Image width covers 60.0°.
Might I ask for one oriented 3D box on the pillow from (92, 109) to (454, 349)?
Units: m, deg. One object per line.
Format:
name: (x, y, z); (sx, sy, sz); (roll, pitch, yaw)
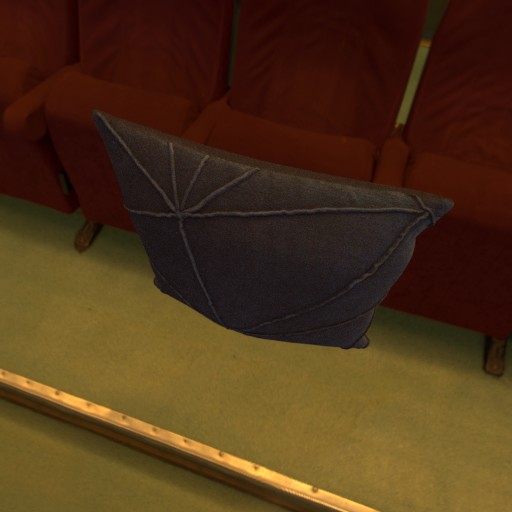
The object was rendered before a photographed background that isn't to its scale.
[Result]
pillow: (0.000, 0.000, 0.678); (0.439, 0.440, 0.183); (16, 59, 10)
